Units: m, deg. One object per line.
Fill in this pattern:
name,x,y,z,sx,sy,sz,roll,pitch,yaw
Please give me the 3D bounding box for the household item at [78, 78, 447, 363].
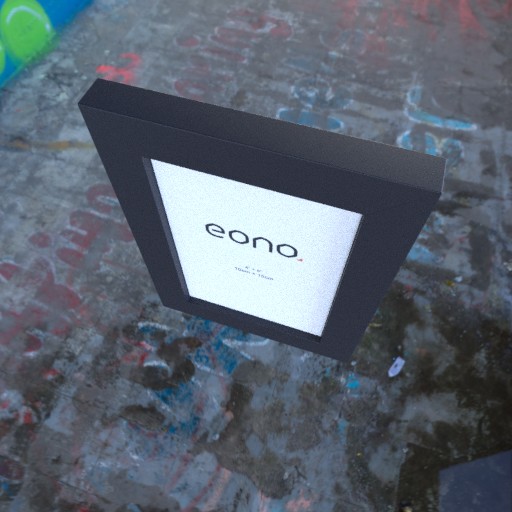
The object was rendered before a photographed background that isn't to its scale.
household item,0.000,0.000,0.233,0.133,0.178,0.022,16,60,9
